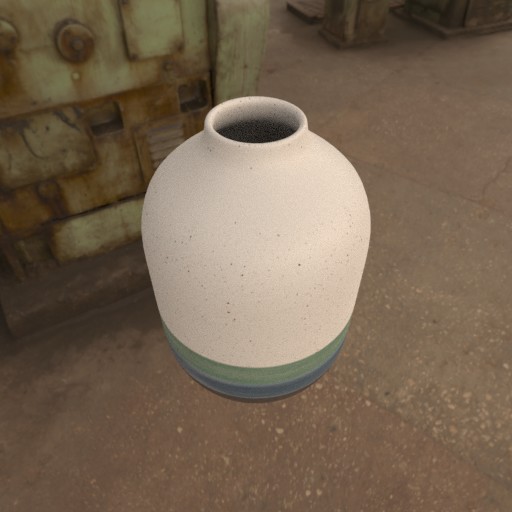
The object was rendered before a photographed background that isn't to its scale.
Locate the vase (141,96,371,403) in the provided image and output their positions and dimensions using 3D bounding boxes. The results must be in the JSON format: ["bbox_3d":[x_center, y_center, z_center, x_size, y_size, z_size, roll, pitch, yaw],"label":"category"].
[{"bbox_3d":[0.000,0.000,0.359,0.169,0.240,0.169,0,45,0],"label":"vase"}]
